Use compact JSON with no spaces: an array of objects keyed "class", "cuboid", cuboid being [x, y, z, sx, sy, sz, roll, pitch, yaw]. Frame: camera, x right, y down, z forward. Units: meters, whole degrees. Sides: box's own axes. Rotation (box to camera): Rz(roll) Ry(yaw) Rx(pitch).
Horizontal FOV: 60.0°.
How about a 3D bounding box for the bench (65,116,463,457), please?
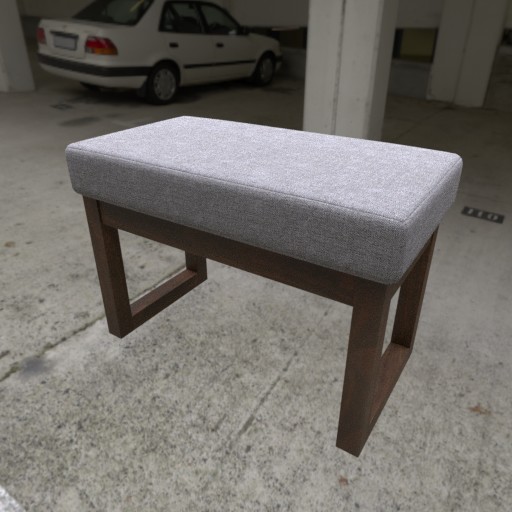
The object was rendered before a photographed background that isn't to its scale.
[{"class":"bench","cuboid":[0.000,0.000,0.944,0.681,0.467,0.366,17,33,29]}]
